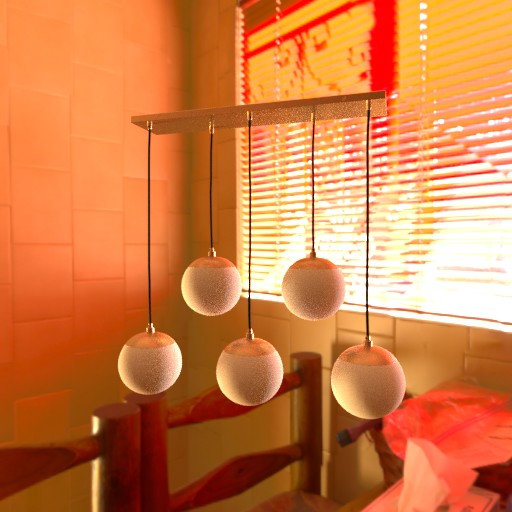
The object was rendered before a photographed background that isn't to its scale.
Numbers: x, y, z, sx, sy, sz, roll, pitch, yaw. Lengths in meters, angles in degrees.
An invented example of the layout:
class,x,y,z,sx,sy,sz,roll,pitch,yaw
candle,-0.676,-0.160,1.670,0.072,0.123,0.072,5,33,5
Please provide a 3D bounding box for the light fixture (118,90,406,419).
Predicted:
class,x,y,z,sx,sy,sz,roll,pitch,yaw
light fixture,0.000,0.000,1.348,0.863,0.869,0.299,0,1,17
